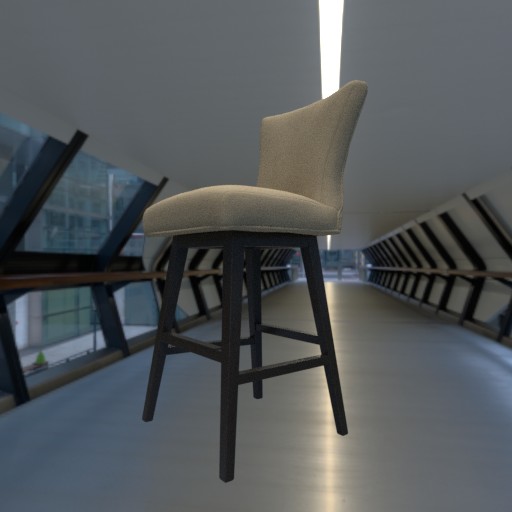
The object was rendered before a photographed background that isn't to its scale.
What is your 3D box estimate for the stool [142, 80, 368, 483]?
[{"bbox_3d":[0.000,0.000,1.424,0.574,1.086,0.514,0,0,-36],"label":"stool"}]
